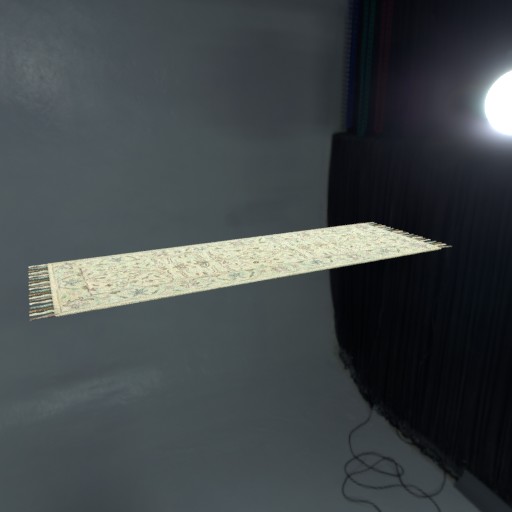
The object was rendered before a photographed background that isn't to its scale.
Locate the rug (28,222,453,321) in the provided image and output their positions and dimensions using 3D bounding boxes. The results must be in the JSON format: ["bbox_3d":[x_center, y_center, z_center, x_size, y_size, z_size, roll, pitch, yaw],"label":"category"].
[{"bbox_3d":[0.000,0.000,2.648,2.440,0.013,0.769,-8,19,-25],"label":"rug"}]
